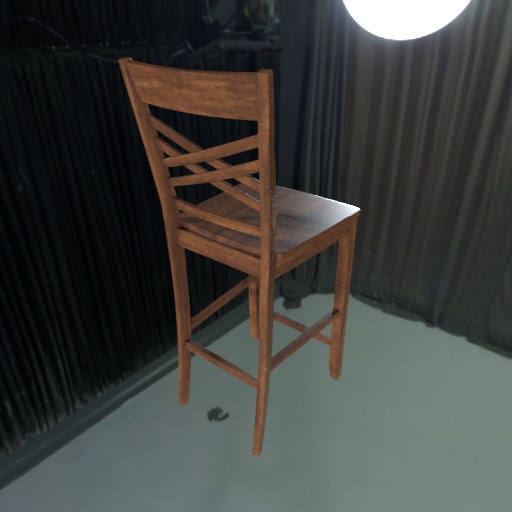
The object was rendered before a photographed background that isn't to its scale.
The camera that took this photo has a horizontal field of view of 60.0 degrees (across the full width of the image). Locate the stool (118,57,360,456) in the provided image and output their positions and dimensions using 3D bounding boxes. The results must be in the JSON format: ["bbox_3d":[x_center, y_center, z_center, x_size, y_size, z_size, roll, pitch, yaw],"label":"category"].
[{"bbox_3d":[0.000,0.000,1.326,0.426,1.098,0.504,21,35,33],"label":"stool"}]
